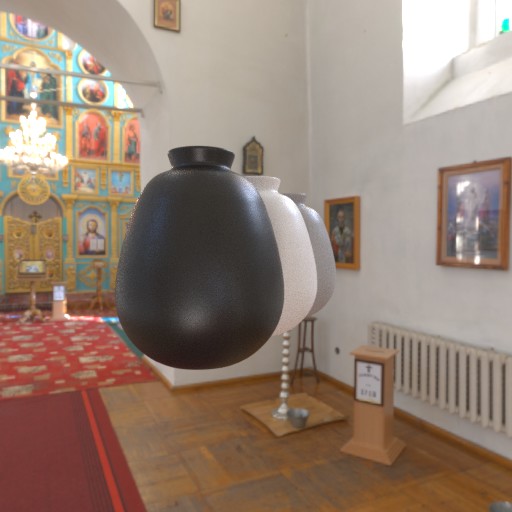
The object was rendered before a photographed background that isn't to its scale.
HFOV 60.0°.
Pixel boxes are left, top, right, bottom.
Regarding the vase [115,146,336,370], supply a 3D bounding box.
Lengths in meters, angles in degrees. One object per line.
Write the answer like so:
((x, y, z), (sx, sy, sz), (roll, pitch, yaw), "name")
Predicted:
((0.000, 0.000, 0.356), (0.097, 0.122, 0.297), (0, 0, 19), "vase")
